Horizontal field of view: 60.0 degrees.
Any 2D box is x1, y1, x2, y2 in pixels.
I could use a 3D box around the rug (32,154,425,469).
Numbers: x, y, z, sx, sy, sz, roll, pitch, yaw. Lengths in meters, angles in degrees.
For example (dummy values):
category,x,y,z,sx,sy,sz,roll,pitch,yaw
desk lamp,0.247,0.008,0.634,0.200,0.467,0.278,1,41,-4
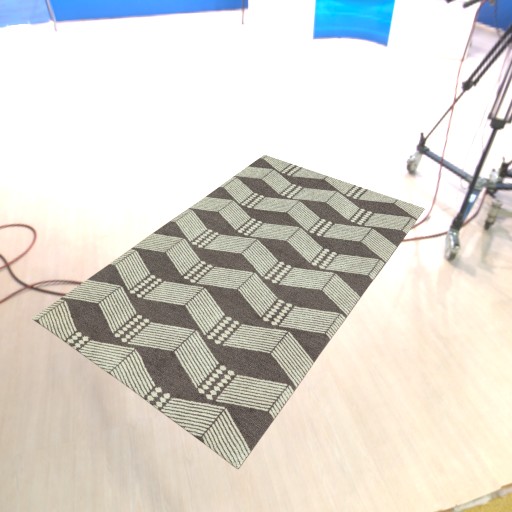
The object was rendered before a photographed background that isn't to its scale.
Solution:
category,x,y,z,sx,sy,sz,roll,pitch,yaw
rug,0.000,0.000,3.032,1.517,0.011,2.435,25,47,26
